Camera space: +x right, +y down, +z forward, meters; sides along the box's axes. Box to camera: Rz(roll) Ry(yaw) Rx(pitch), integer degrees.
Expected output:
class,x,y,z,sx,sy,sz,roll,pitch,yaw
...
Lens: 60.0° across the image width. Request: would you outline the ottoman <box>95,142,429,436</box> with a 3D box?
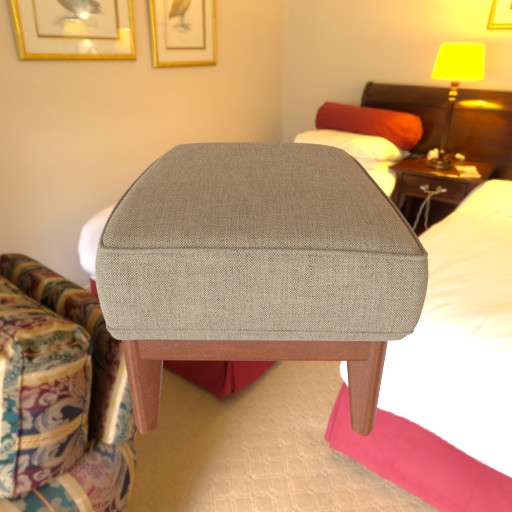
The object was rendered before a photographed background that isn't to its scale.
class,x,y,z,sx,sy,sz,roll,pitch,yaw
ottoman,0.000,0.000,1.068,0.555,0.458,0.750,0,25,1
